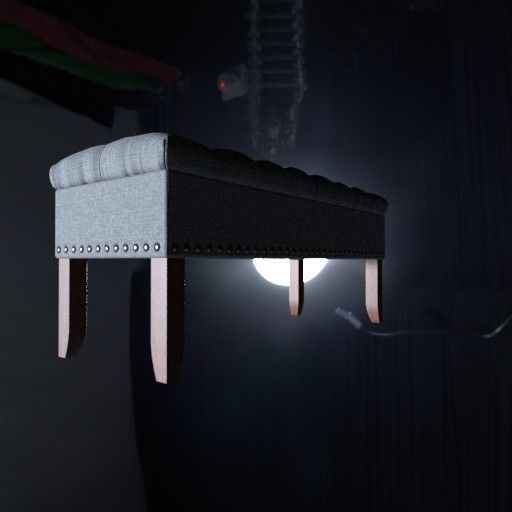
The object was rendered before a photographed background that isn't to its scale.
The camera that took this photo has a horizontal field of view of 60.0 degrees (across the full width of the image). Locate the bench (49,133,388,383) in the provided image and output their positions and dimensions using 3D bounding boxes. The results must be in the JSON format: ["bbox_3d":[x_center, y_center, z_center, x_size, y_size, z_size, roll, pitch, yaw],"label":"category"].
[{"bbox_3d":[0.000,0.000,1.315,0.417,0.470,1.052,0,-1,38],"label":"bench"}]
